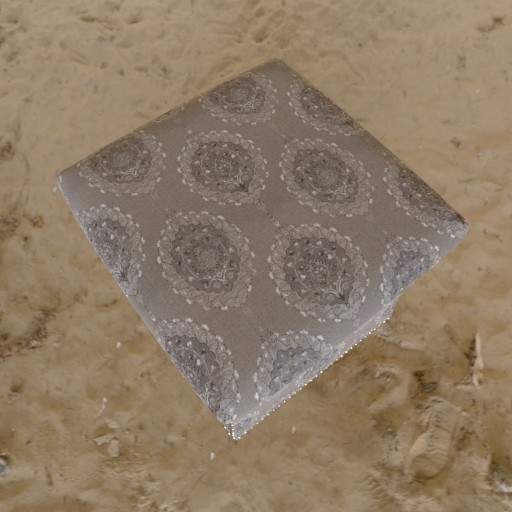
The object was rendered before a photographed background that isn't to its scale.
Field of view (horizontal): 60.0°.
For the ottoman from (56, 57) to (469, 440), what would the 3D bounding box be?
[{"bbox_3d":[0.000,0.000,0.886,0.497,0.473,0.507,-34,68,-16],"label":"ottoman"}]
